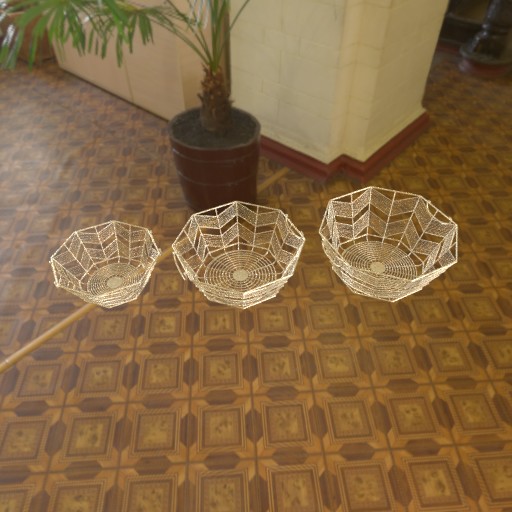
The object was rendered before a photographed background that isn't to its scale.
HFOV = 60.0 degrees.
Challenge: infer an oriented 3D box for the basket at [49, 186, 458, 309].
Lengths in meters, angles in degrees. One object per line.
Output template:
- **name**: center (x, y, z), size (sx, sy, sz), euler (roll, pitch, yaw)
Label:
- **basket**: center (0.000, 0.000, 1.394), size (1.246, 0.178, 0.432), euler (-3, 45, -3)
